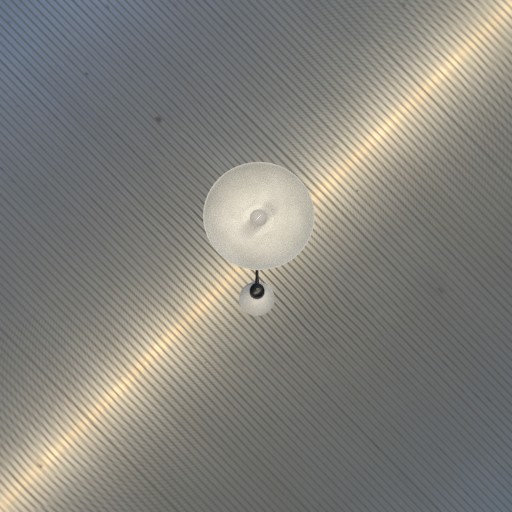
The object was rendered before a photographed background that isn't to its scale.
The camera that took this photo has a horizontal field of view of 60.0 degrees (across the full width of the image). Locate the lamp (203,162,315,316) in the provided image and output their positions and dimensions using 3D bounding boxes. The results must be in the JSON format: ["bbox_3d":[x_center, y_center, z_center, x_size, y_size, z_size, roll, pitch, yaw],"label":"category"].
[{"bbox_3d":[0.000,0.000,1.982,0.279,1.804,0.442,0,89,0],"label":"lamp"}]
